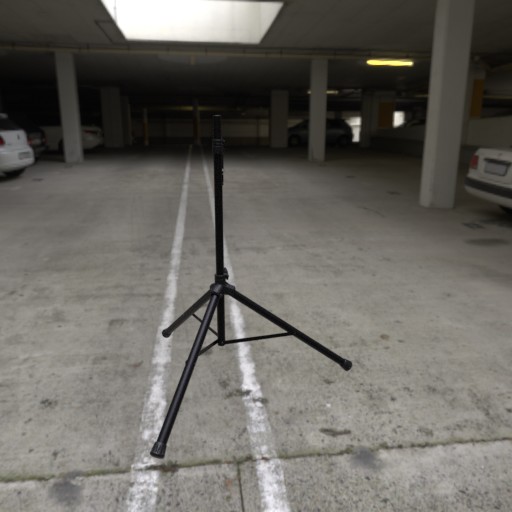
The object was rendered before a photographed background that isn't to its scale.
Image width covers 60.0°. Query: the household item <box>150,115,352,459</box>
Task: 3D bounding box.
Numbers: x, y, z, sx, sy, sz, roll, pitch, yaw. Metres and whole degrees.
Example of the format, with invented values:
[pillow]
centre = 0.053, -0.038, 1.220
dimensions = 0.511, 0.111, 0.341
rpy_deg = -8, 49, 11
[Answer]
[household item]
centre = 0.000, 0.000, 1.884
dimensions = 0.907, 1.136, 1.045
rpy_deg = -2, 14, -8
